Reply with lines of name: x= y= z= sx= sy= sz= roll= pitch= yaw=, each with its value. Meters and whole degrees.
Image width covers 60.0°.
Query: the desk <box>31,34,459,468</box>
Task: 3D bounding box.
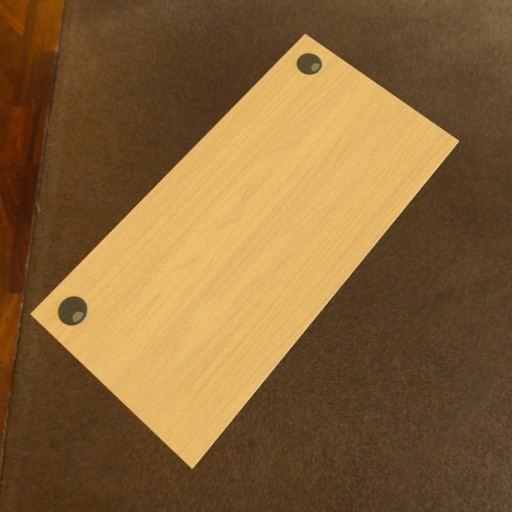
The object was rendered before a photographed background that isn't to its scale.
desk: x=0.000 y=0.000 z=1.638 sx=0.600 sy=0.750 sz=1.200 roll=39 pitch=79 yaw=10
